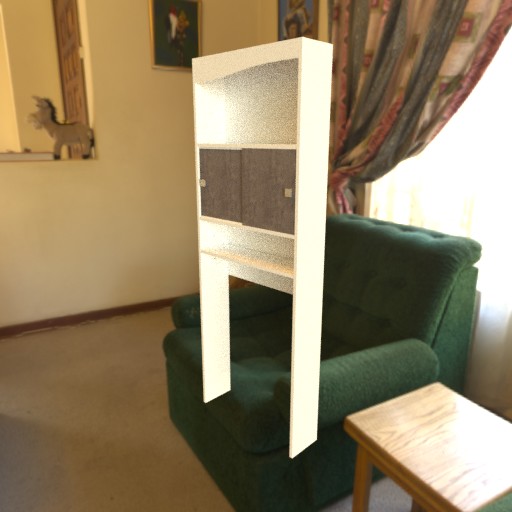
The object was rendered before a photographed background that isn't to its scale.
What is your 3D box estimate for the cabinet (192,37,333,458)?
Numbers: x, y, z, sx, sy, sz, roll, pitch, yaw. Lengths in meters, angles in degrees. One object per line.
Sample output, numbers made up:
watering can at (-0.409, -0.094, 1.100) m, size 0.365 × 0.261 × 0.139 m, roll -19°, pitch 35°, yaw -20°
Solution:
cabinet at (0.000, 0.000, 2.087) m, size 0.643 × 1.770 × 0.192 m, roll 14°, pitch 21°, yaw 43°
